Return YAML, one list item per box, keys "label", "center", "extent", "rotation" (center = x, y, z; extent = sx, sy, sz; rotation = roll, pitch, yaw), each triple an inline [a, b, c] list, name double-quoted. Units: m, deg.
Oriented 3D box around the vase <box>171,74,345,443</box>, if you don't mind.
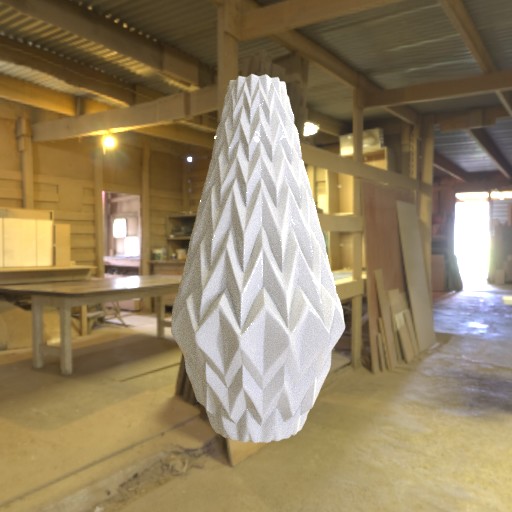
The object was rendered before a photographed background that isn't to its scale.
- label: "vase"
  center: [0.000, 0.000, 0.427]
  extent: [0.167, 0.328, 0.167]
  rotation: [0, 1, 0]
